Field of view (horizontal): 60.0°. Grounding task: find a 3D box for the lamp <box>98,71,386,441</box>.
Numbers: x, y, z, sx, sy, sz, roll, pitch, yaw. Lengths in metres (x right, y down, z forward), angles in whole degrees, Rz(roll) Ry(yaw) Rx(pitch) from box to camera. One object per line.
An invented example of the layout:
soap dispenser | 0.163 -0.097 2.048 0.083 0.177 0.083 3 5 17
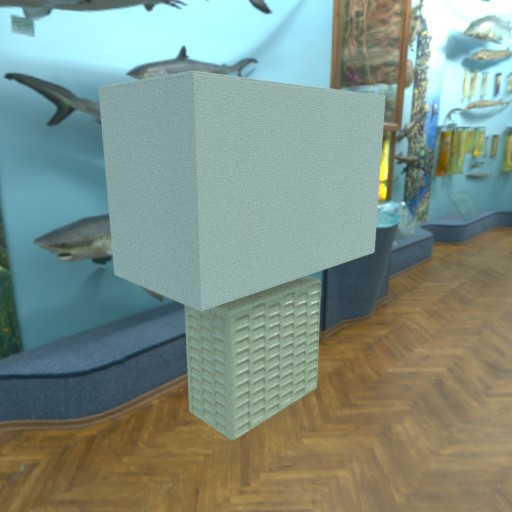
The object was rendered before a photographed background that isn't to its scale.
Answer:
lamp | 0.000 0.000 0.699 0.200 0.515 0.380 14 21 43
